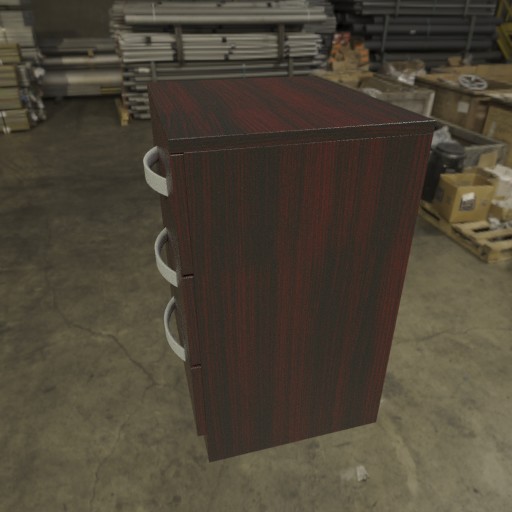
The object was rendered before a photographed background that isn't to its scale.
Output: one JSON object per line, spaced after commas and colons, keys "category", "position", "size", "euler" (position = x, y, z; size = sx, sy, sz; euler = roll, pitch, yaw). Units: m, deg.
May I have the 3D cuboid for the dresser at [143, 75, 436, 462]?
{"category": "dresser", "position": [0.000, 0.000, 0.822], "size": [0.360, 0.560, 0.400], "euler": [-8, 31, -13]}
